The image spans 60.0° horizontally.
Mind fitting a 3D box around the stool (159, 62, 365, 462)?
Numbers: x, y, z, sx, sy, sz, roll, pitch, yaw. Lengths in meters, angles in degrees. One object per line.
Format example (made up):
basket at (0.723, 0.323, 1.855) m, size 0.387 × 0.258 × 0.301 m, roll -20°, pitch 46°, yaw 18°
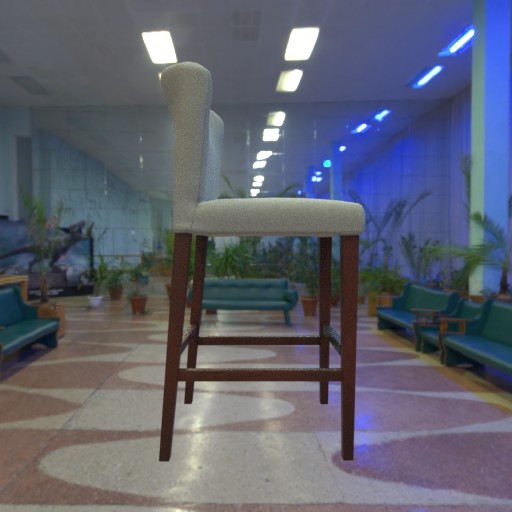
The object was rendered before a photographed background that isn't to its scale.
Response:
stool at (0.000, 0.000, 1.369) m, size 0.568 × 1.069 × 0.479 m, roll 0°, pitch 2°, yaw 0°
